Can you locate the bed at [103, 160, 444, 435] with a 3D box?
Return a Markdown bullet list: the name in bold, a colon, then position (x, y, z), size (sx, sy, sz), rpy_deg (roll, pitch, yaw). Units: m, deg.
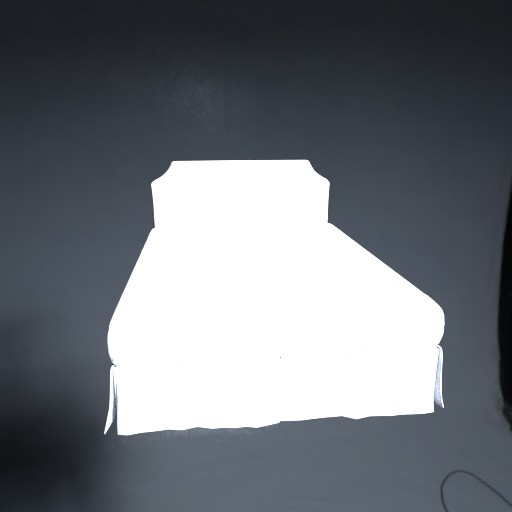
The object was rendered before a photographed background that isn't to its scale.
- **bed**: position (0.000, 0.000, 3.503), size (1.977, 1.293, 2.498), rpy_deg (-2, 17, -7)
